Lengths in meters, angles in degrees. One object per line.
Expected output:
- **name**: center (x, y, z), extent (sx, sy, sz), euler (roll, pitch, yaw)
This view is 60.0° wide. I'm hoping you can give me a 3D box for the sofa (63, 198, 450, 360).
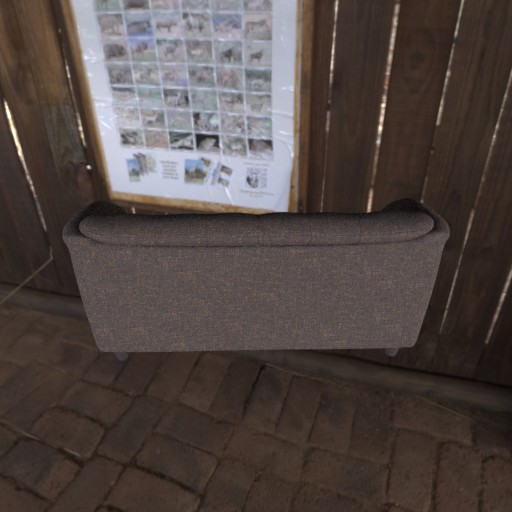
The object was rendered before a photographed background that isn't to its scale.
- **sofa**: center (0.000, 0.000, 2.332), extent (1.849, 0.790, 0.887), euler (-1, 31, -1)
